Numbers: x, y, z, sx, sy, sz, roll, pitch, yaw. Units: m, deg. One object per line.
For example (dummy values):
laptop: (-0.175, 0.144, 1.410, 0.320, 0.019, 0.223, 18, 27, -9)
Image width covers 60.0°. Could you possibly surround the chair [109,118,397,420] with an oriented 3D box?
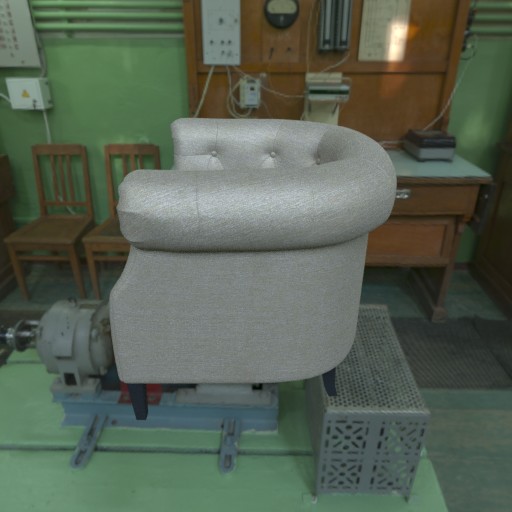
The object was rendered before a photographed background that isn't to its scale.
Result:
chair: (0.000, 0.000, 1.568, 0.852, 0.827, 0.905, 0, 27, 0)
